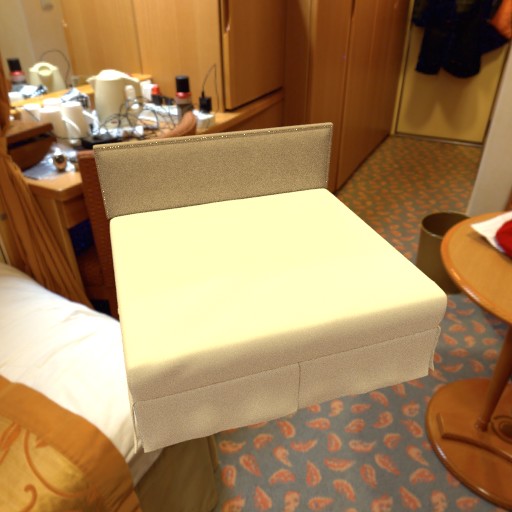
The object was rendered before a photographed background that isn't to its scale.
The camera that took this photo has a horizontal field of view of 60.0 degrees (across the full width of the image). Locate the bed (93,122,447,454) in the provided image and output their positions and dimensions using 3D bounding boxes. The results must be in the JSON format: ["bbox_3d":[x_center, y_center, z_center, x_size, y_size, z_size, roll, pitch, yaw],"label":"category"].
[{"bbox_3d":[0.000,0.000,3.360,2.170,1.346,1.914,-10,33,-15],"label":"bed"}]
